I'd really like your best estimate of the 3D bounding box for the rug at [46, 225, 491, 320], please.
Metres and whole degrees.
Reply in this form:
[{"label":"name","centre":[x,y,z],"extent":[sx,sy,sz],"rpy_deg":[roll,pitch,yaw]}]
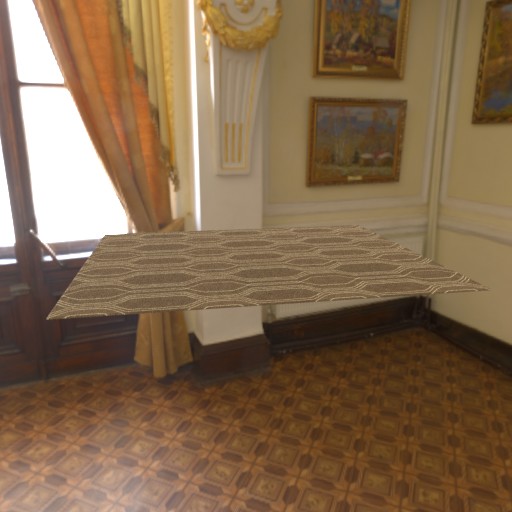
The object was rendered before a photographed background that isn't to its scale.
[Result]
[{"label":"rug","centre":[0.000,0.000,4.148],"extent":[3.062,0.012,2.457],"rpy_deg":[-3,15,-10]}]
